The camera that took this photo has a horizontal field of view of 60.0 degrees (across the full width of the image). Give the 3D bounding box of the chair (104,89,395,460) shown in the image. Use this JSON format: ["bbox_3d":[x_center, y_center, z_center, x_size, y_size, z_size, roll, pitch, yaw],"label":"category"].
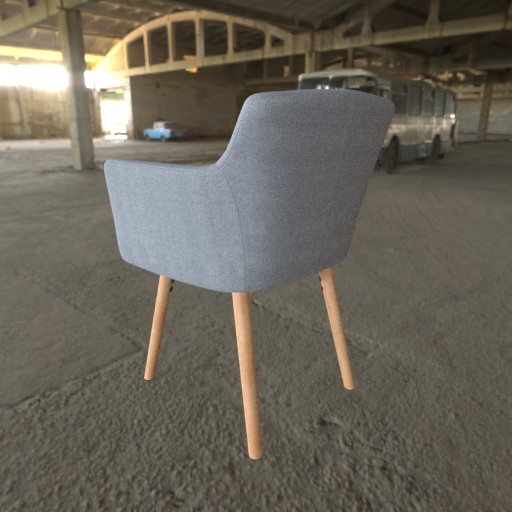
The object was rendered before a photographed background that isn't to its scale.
[{"bbox_3d":[0.000,0.000,1.136,0.570,0.780,0.540,-16,24,-42],"label":"chair"}]
